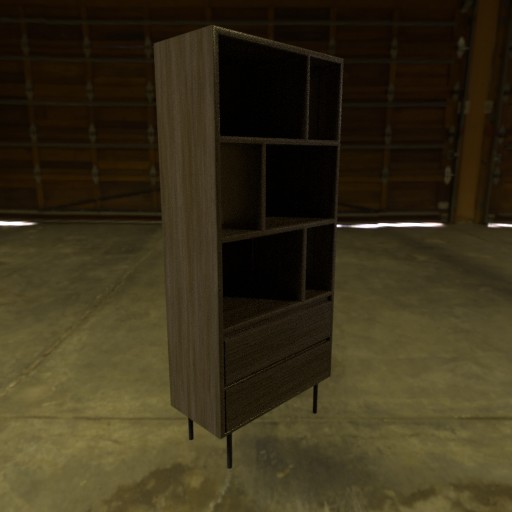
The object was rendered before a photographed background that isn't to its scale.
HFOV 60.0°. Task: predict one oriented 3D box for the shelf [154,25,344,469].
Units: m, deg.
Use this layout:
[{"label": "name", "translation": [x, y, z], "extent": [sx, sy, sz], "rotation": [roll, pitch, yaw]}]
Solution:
[{"label": "shelf", "translation": [0.000, 0.000, 1.806], "extent": [0.670, 1.545, 0.323], "rotation": [-12, 18, -43]}]
